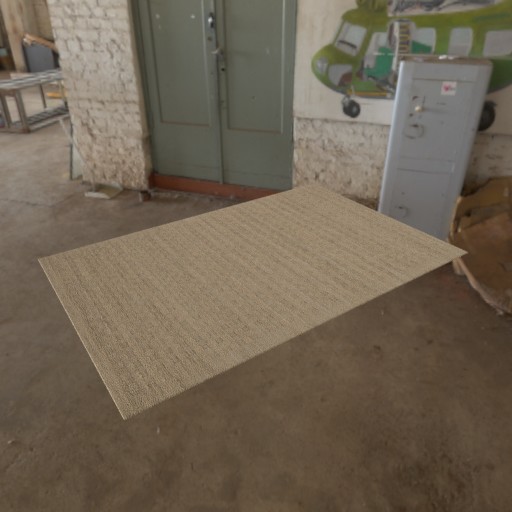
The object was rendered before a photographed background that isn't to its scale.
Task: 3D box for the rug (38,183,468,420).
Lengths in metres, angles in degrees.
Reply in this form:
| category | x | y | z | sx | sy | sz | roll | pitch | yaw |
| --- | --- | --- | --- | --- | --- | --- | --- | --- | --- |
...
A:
| category | x | y | z | sx | sy | sz | roll | pitch | yaw |
| --- | --- | --- | --- | --- | --- | --- | --- | --- | --- |
| rug | 0.000 | 0.000 | 2.157 | 1.752 | 0.006 | 1.142 | -19 | 35 | -30 |
